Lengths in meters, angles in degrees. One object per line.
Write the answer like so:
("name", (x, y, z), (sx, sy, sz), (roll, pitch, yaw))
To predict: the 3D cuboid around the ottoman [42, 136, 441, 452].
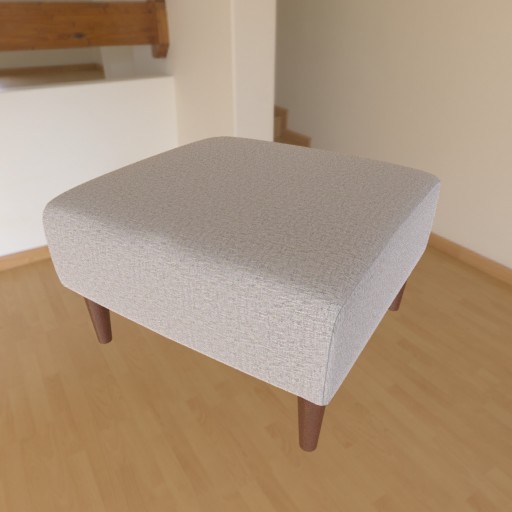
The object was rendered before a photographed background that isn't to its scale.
("ottoman", (0.000, 0.000, 1.042), (0.655, 0.399, 0.648), (18, 34, 28))
